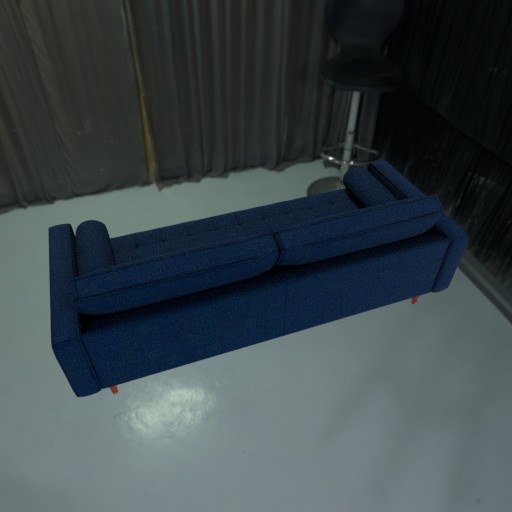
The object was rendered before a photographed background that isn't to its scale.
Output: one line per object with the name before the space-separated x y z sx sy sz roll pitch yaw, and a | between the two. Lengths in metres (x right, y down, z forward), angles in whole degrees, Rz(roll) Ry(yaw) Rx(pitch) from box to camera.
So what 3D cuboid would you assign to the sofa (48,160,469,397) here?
sofa | 0.000 0.000 2.614 2.210 0.762 0.914 -14 44 -15
